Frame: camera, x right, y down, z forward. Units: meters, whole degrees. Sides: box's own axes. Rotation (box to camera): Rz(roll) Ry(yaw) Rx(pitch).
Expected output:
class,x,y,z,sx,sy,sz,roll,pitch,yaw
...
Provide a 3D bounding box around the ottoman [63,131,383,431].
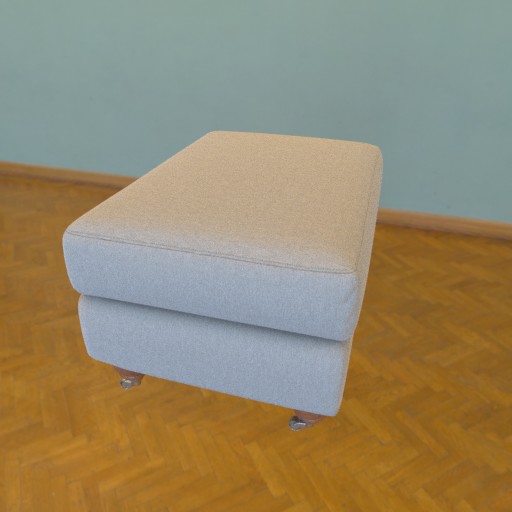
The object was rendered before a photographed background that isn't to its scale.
class,x,y,z,sx,sy,sz,roll,pitch,yaw
ottoman,0.000,0.000,1.156,0.574,0.497,0.773,8,31,14
